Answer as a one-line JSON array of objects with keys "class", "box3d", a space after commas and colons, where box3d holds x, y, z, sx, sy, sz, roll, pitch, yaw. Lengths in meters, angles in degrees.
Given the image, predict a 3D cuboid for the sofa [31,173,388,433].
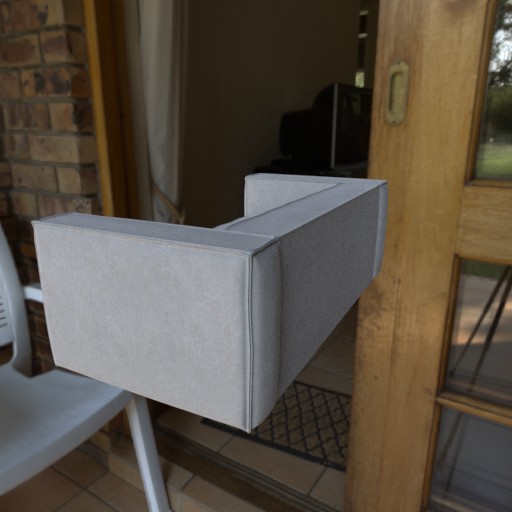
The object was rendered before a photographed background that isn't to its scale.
[{"class": "sofa", "box3d": [0.000, 0.000, 2.431, 1.038, 0.680, 1.995, 8, 18, 26]}]
